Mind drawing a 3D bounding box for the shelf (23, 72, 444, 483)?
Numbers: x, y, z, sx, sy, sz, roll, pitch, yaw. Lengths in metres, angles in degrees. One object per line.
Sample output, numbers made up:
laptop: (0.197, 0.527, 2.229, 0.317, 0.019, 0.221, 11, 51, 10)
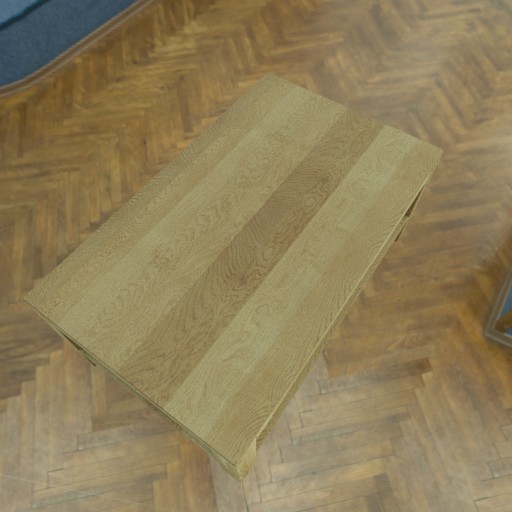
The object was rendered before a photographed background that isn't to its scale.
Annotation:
shelf: (0.000, 0.000, 1.503, 0.700, 0.450, 1.150, 31, 63, 18)
